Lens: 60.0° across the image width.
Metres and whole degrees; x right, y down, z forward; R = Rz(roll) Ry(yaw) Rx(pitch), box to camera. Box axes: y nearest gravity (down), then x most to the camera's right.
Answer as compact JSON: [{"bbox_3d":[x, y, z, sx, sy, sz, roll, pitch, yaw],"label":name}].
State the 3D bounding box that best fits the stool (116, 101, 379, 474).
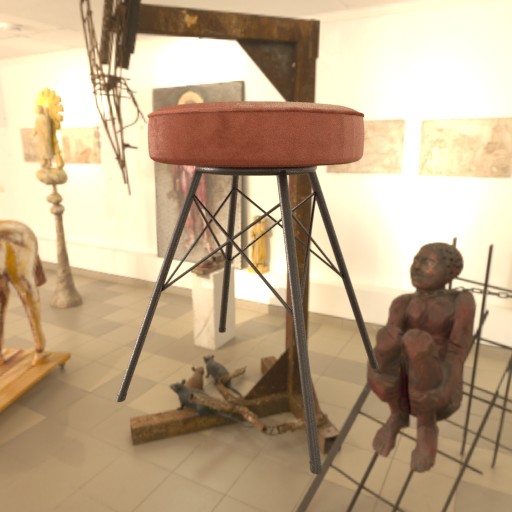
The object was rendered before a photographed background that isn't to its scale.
[{"bbox_3d":[0.000,0.000,0.929,0.457,0.593,0.421,8,16,27],"label":"stool"}]
